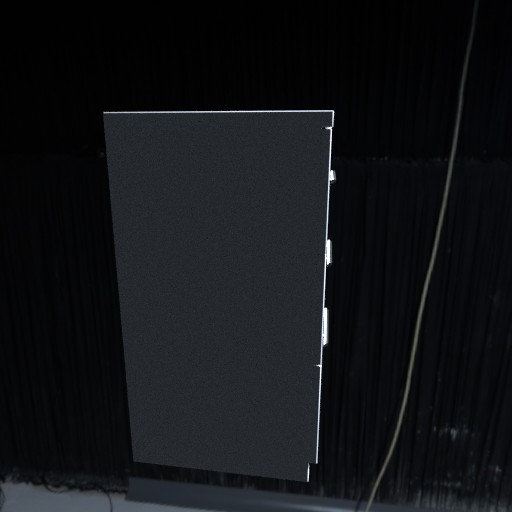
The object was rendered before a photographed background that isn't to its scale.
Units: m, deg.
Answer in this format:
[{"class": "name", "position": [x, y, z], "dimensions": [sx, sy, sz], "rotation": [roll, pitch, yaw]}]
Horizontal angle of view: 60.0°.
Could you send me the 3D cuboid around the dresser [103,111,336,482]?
[{"class": "dresser", "position": [0.000, 0.000, 1.251], "dimensions": [0.420, 0.740, 0.830], "rotation": [2, 16, 9]}]
